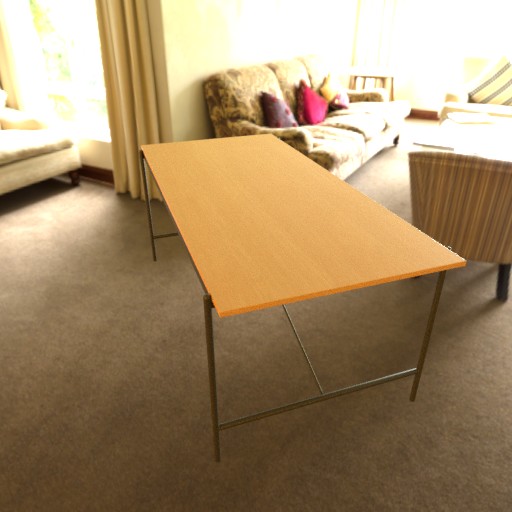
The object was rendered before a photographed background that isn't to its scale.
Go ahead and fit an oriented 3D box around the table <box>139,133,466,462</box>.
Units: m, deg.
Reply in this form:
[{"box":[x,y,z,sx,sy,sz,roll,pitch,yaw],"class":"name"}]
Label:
[{"box":[0.000,0.000,2.280,0.900,0.758,1.800,-10,31,-17],"class":"table"}]
